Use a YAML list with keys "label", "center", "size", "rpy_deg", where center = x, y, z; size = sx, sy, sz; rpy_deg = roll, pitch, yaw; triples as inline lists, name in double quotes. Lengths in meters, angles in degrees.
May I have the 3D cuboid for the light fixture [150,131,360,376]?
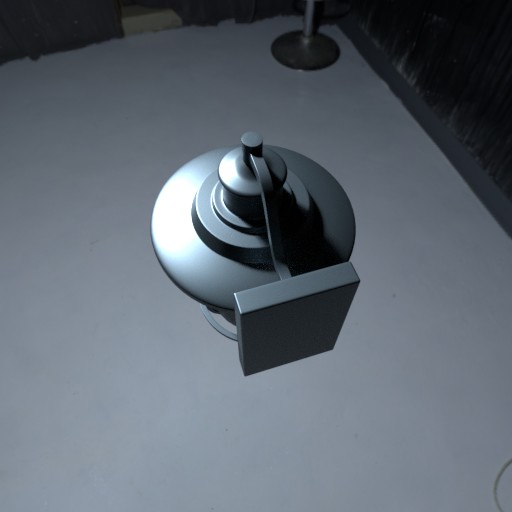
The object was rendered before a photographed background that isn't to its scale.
- label: "light fixture"
  center: [0.000, 0.000, 0.528]
  size: [0.222, 0.345, 0.252]
  rpy_deg: [-15, 58, -9]
